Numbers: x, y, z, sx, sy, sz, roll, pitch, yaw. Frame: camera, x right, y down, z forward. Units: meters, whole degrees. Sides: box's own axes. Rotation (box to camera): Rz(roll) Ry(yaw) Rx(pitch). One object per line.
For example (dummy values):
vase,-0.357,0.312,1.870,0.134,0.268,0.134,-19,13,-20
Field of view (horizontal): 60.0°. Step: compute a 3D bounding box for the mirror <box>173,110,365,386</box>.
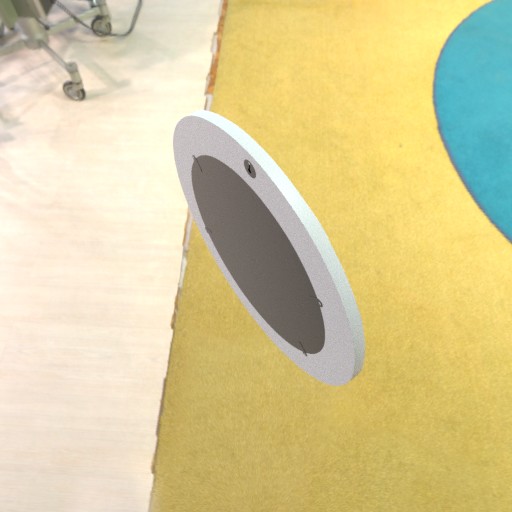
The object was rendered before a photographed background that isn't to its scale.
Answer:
mirror,0.000,0.000,1.374,0.038,0.914,0.914,-32,64,-17
